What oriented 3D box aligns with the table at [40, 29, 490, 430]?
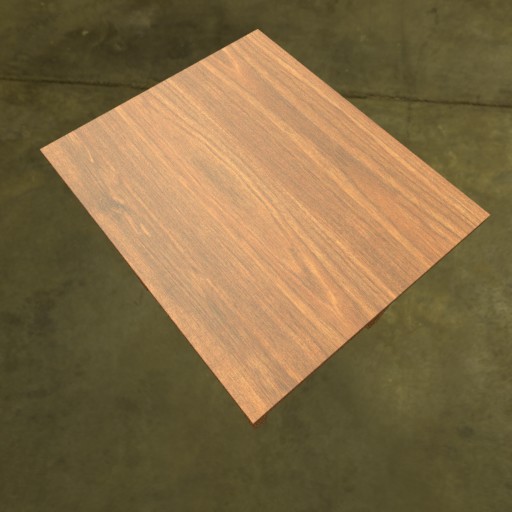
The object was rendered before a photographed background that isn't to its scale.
[{"bbox_3d":[0.000,0.000,1.123,0.559,0.635,0.660,-37,69,-17],"label":"table"}]
